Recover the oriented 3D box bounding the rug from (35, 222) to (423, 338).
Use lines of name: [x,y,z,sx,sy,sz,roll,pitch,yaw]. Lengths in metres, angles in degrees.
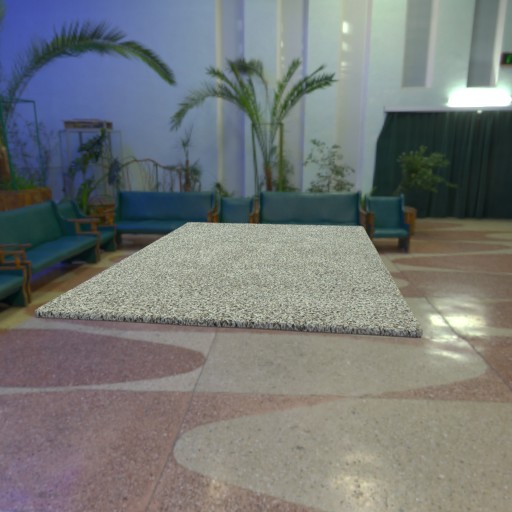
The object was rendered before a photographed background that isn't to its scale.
rug: [0.000,0.000,2.212,1.219,0.030,1.778,2,14,8]
